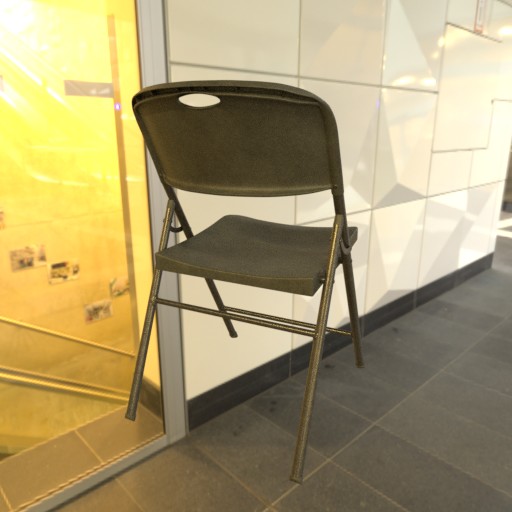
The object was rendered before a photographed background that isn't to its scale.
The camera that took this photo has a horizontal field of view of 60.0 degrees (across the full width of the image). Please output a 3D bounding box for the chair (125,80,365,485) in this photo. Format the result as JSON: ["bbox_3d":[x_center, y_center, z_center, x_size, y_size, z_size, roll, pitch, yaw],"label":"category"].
[{"bbox_3d":[0.000,0.000,1.159,0.494,0.810,0.566,8,18,26],"label":"chair"}]
